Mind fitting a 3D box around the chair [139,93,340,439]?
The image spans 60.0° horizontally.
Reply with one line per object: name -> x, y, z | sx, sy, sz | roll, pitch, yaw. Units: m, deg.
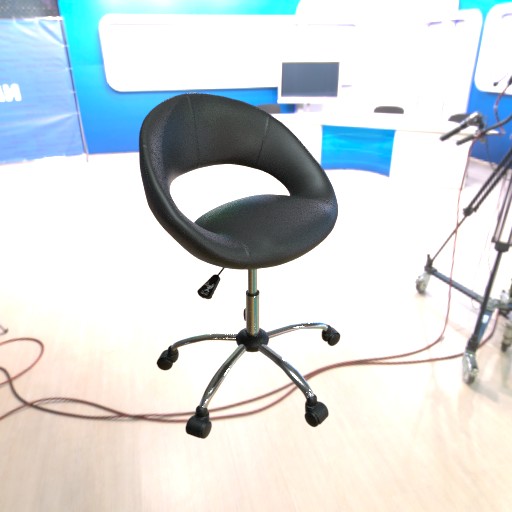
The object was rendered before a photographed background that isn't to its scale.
chair -> 0.000, 0.000, 1.182 | 0.538, 0.791, 0.612 | 18, 31, 32
